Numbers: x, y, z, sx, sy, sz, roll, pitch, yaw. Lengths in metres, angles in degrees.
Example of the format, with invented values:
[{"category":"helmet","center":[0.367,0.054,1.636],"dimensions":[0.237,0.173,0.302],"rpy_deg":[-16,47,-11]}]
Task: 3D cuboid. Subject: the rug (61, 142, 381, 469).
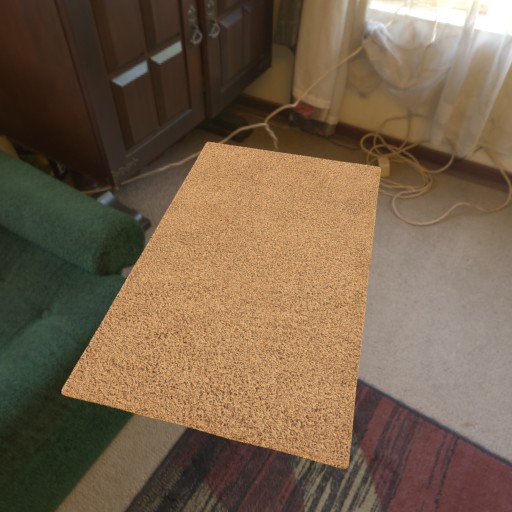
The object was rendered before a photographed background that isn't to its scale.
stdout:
[{"category":"rug","center":[0.000,0.000,3.022],"dimensions":[1.524,0.030,2.438],"rpy_deg":[11,49,10]}]
